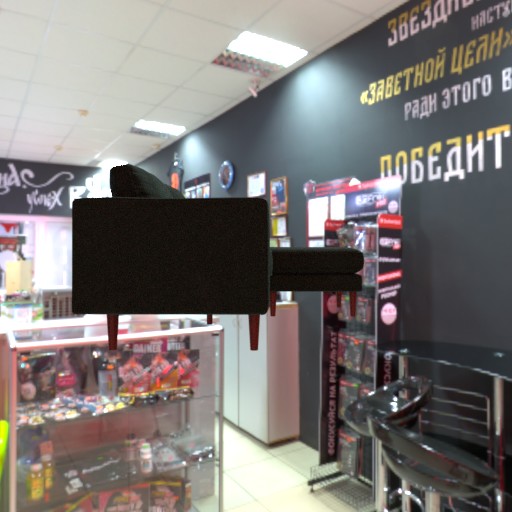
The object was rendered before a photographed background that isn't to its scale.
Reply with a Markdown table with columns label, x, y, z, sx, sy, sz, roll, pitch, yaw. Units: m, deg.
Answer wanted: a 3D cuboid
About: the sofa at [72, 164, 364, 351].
| label | x | y | z | sx | sy | sz | roll | pitch | yaw |
| --- | --- | --- | --- | --- | --- | --- | --- | --- | --- |
| sofa | 0.000 | 0.000 | 2.916 | 1.580 | 0.899 | 2.030 | 0 | 0 | 1 |
